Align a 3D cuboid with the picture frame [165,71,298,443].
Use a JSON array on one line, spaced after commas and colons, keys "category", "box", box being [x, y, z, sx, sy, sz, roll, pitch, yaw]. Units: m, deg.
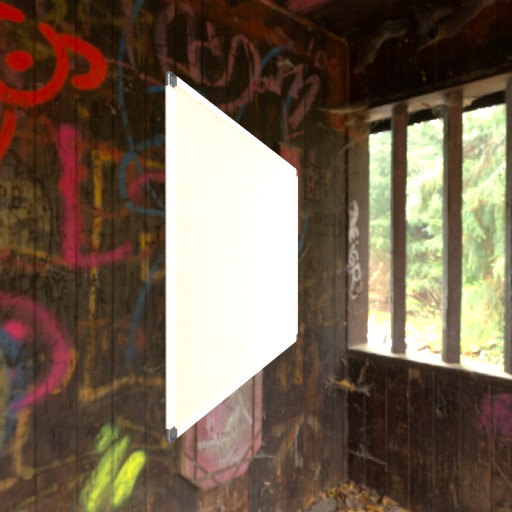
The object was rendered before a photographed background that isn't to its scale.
[{"category": "picture frame", "box": [0.000, 0.000, 1.135, 0.010, 0.600, 0.900, 0, 0, 18]}]
